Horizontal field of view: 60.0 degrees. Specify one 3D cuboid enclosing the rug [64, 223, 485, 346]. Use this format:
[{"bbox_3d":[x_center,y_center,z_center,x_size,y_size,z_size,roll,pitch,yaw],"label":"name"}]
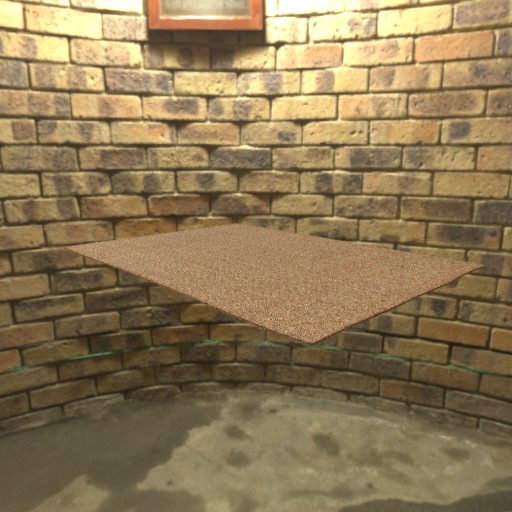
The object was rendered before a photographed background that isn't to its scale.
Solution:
[{"bbox_3d":[0.000,0.000,2.707,1.566,0.013,2.141,-12,17,-42],"label":"rug"}]
